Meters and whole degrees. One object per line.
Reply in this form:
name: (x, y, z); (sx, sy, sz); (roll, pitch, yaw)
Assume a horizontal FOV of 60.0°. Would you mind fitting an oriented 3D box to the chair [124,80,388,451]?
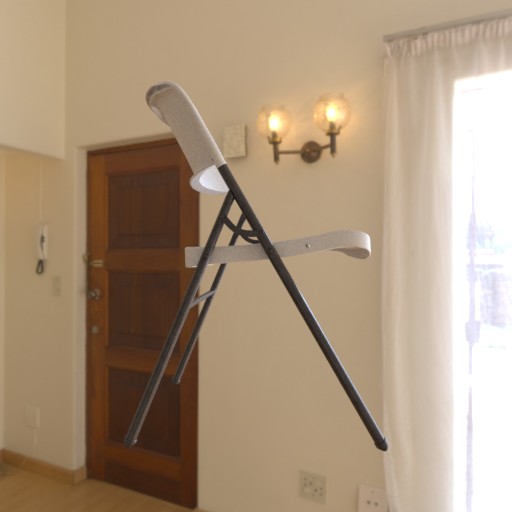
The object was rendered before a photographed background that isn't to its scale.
chair: (0.000, 0.000, 1.170); (0.566, 0.810, 0.494); (0, 0, 2)
